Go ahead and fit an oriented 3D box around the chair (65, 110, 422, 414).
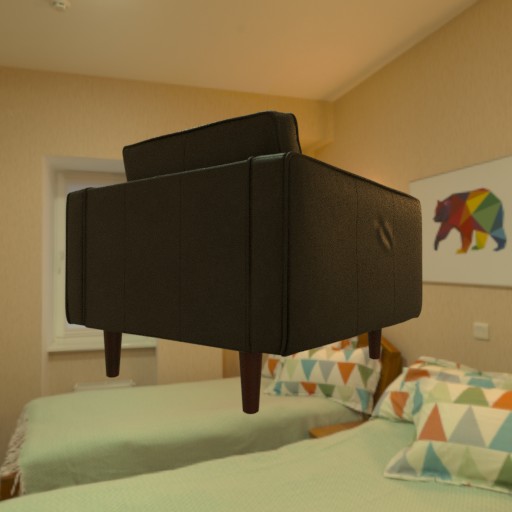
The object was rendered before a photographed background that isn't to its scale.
[{"bbox_3d":[0.000,0.000,1.531,0.889,0.763,0.914,-1,-1,37],"label":"chair"}]
